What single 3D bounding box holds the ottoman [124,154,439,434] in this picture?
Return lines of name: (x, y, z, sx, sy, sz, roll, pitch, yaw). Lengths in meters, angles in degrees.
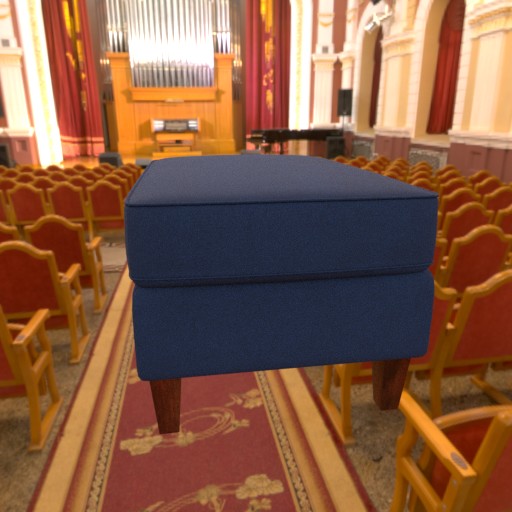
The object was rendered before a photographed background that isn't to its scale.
ottoman: (0.000, 0.000, 1.401, 0.686, 0.584, 0.965, -3, 18, -9)
